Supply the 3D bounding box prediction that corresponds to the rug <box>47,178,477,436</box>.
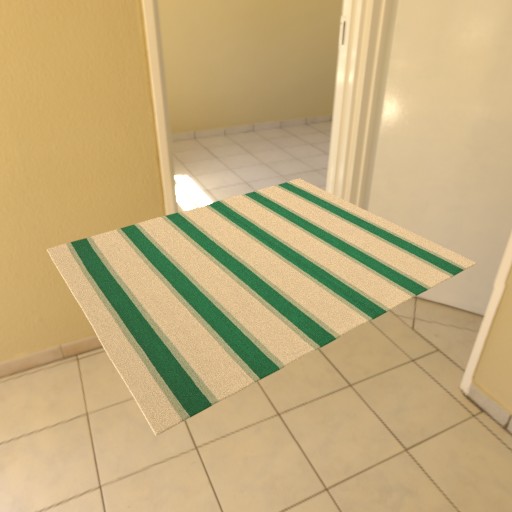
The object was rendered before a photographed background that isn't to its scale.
[{"bbox_3d":[0.000,0.000,3.998,3.041,0.019,2.434,-20,37,-29],"label":"rug"}]
